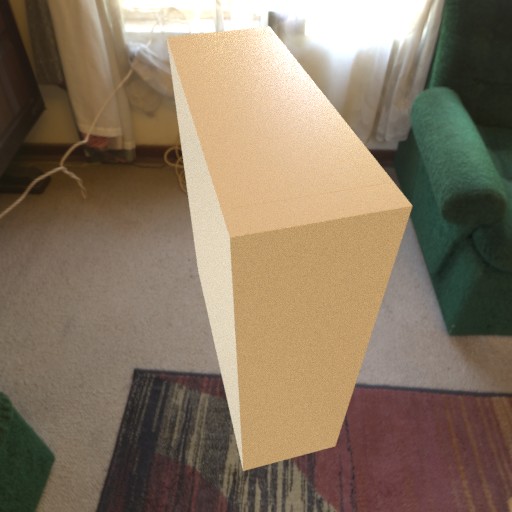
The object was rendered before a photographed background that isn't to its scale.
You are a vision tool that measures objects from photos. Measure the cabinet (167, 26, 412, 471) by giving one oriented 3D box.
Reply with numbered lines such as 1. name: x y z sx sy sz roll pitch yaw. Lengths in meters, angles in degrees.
1. cabinet: 0.000 0.000 1.538 0.348 1.150 0.990 -10 46 -10
